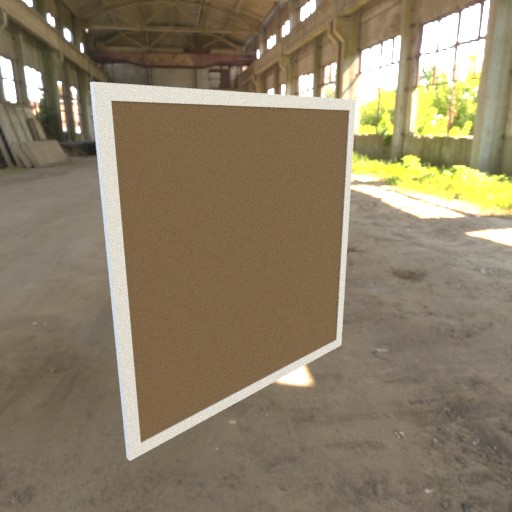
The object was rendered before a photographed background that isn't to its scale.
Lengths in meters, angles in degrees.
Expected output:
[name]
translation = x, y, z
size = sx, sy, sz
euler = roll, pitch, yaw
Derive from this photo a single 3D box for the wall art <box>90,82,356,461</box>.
[wall art]
translation = 0.000, 0.000, 1.175
size = 0.812, 0.812, 0.015
euler = -15, 22, -41
